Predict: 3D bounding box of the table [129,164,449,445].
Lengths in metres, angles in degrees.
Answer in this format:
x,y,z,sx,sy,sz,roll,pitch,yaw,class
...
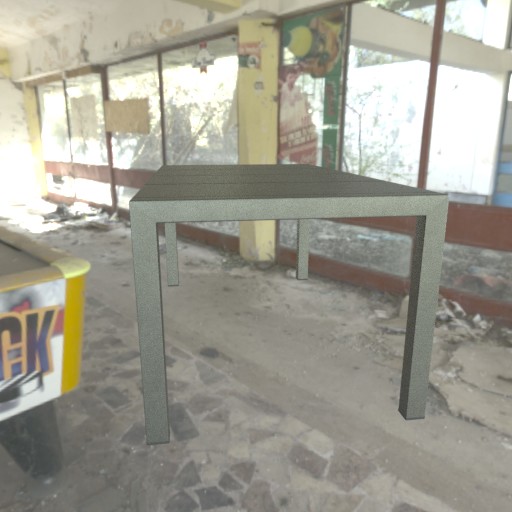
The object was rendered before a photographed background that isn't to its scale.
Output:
x,y,z,sx,sy,sz,roll,pitch,yaw,class
0.000,0.000,1.272,0.559,0.460,0.965,-2,15,-8,table
